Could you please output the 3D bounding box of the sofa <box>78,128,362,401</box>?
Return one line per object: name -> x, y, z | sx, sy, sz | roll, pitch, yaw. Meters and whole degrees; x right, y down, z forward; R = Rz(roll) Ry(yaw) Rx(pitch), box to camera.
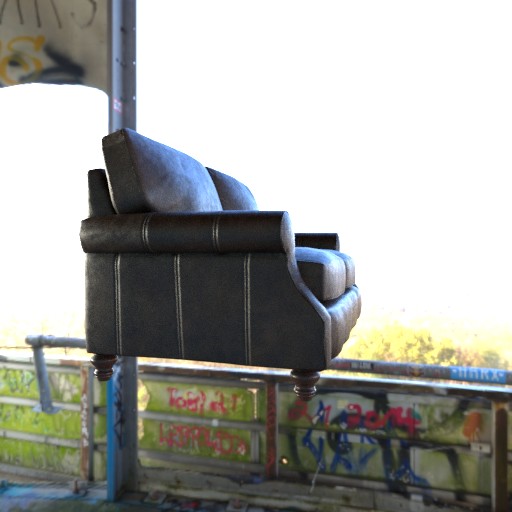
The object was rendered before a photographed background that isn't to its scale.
sofa -> 0.000, 0.000, 2.260 | 0.990, 0.976, 1.616 | 0, 0, 17
